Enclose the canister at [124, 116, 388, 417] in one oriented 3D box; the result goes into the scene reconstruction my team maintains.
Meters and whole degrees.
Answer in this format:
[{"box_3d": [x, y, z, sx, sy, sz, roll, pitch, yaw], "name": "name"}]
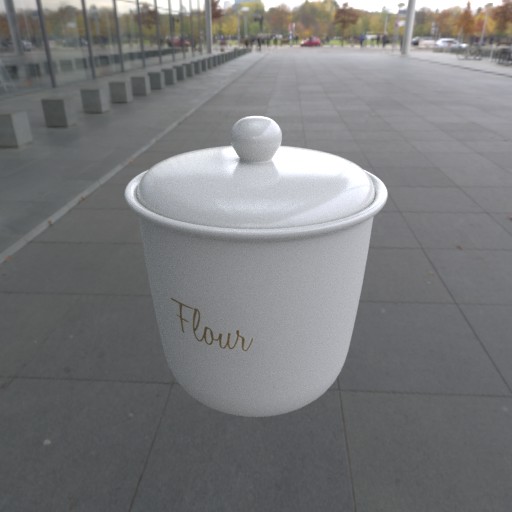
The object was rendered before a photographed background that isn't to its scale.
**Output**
[{"box_3d": [0.000, 0.000, 0.342, 0.182, 0.208, 0.182, 0, 26, 0], "name": "canister"}]
